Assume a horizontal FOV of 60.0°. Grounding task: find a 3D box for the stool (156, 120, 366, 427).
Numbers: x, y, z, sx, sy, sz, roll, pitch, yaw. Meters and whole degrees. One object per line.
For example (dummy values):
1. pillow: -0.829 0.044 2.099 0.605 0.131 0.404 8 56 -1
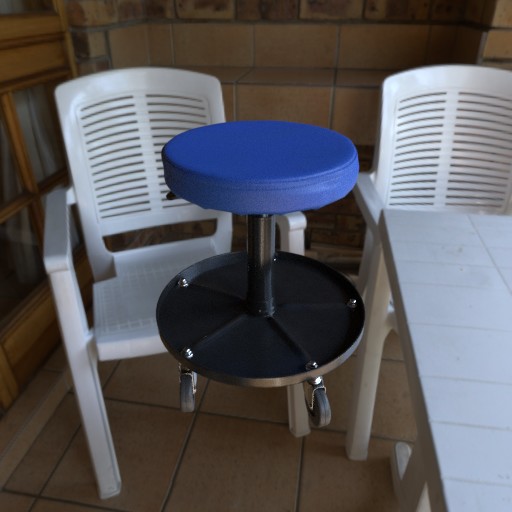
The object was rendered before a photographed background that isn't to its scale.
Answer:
1. stool: 0.000 0.000 0.708 0.382 0.365 0.381 2 31 3
